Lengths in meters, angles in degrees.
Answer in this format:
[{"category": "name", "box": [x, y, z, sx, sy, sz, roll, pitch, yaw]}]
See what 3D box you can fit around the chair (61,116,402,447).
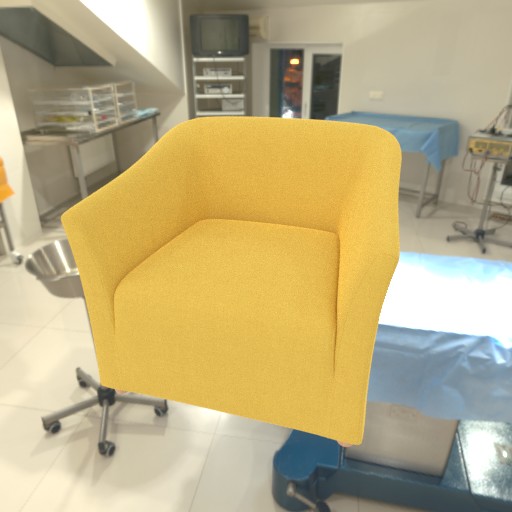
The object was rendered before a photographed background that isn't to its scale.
[{"category": "chair", "box": [0.000, 0.000, 1.349, 0.790, 0.720, 0.700, 7, 27, 15]}]
